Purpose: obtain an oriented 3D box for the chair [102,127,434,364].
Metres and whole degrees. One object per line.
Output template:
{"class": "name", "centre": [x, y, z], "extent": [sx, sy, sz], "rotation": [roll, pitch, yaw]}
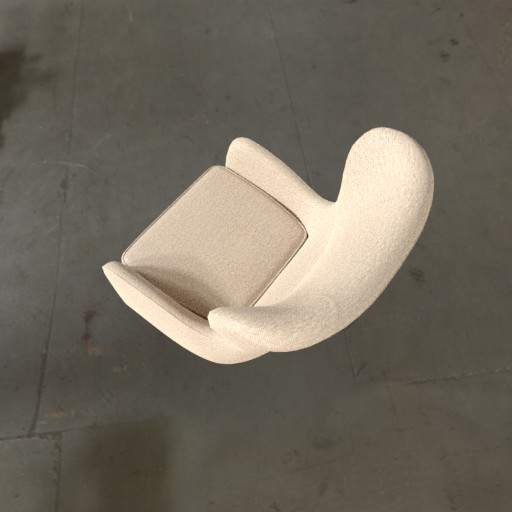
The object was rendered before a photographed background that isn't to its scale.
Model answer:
{"class": "chair", "centre": [0.000, 0.000, 1.770], "extent": [0.984, 1.064, 0.861], "rotation": [34, 66, 17]}
